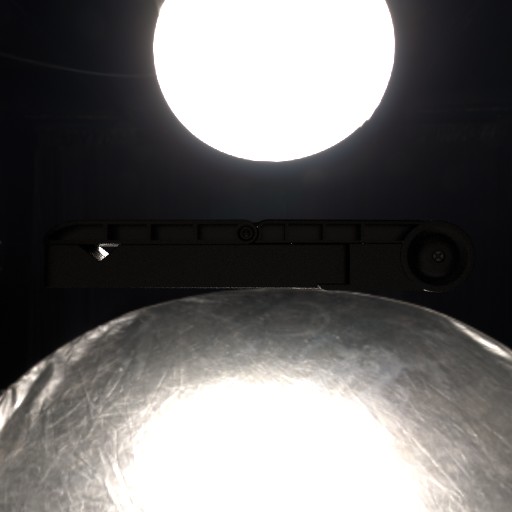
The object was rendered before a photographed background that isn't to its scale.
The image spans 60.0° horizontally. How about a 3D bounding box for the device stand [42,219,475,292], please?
[{"bbox_3d":[0.000,0.000,0.194,0.179,0.030,0.026,0,-1,1],"label":"device stand"}]
